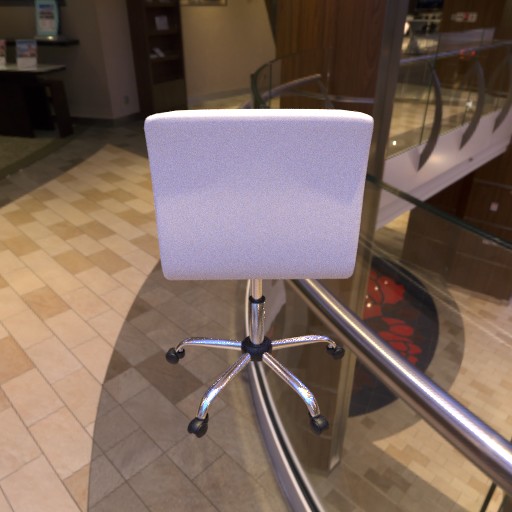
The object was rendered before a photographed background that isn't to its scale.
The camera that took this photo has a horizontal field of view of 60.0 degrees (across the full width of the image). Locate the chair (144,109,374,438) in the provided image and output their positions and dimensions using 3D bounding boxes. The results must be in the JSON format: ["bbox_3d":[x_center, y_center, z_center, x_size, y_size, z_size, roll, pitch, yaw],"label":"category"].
[{"bbox_3d":[0.000,0.000,1.064,0.520,0.750,0.455,0,30,-1],"label":"chair"}]
